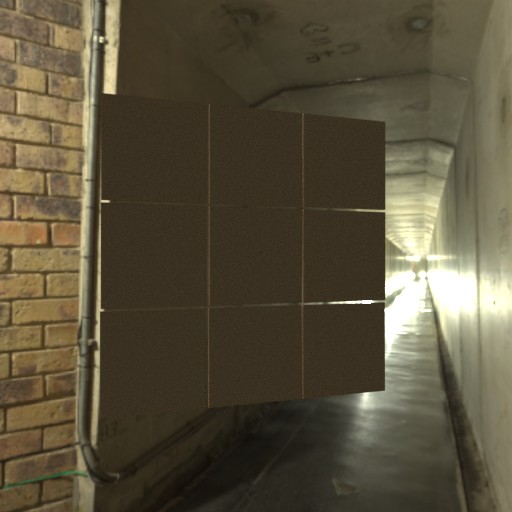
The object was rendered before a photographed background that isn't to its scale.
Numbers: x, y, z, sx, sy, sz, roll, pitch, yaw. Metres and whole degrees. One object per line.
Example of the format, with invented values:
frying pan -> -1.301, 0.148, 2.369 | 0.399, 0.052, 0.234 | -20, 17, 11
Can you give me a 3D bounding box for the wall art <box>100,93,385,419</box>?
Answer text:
wall art -> 0.000, 0.000, 1.383 | 0.919, 0.917, 0.010 | 0, 0, -17
